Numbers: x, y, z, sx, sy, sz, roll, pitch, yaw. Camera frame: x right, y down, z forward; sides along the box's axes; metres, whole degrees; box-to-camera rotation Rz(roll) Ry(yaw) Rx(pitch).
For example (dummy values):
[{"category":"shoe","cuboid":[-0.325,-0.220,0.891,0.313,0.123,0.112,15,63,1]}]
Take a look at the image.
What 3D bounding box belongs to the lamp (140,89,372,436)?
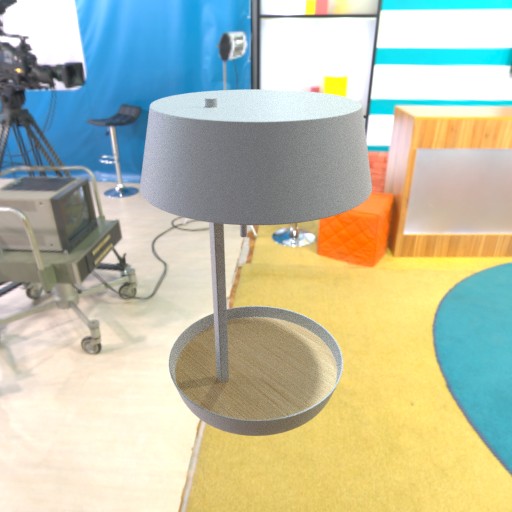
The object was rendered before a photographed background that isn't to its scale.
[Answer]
[{"category":"lamp","cuboid":[0.000,0.000,0.620,0.291,0.429,0.291,0,27,0]}]
